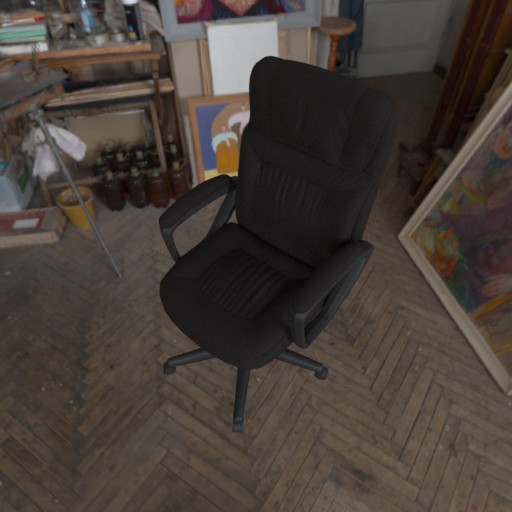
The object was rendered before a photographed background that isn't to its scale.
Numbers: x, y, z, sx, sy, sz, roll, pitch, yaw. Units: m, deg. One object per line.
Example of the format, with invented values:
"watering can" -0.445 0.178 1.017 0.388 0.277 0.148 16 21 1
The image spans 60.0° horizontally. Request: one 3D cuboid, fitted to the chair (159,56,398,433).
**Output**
"chair" 0.000 0.000 1.546 0.667 1.105 0.724 31 53 27
